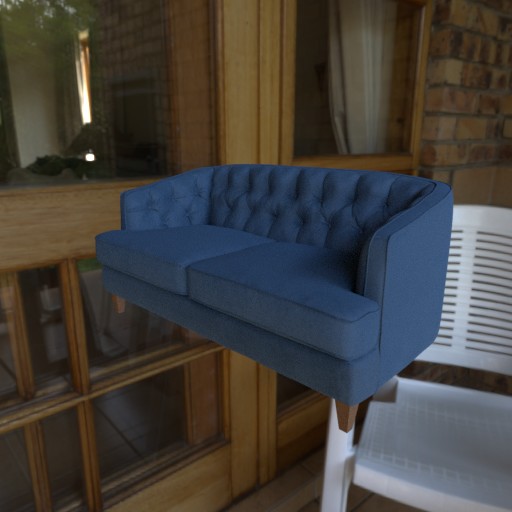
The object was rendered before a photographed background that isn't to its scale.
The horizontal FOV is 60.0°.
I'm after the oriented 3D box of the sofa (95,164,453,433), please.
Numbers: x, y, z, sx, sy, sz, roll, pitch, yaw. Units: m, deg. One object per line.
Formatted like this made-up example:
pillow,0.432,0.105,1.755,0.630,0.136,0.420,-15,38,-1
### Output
sofa,0.000,0.000,2.257,1.733,0.854,0.941,14,21,42
